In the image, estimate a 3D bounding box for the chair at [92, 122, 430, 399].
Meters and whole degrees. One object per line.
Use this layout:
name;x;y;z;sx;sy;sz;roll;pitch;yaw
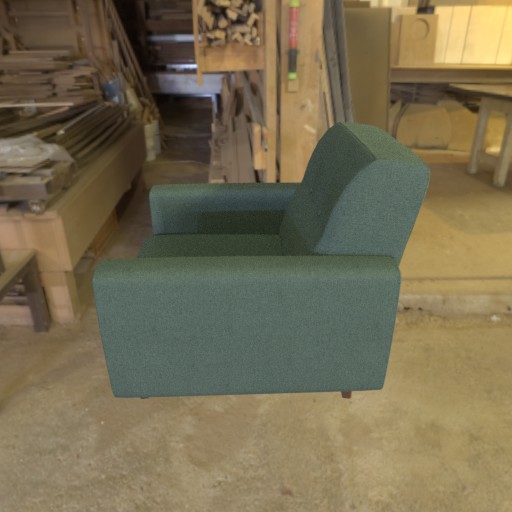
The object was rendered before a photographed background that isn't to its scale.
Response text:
chair;0.000;0.000;1.566;0.909;0.841;0.831;0;26;0
